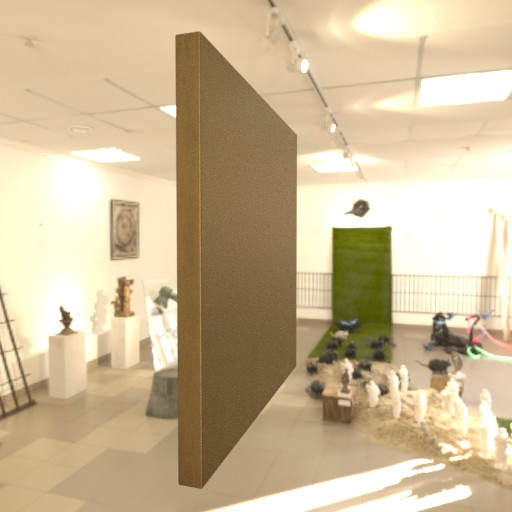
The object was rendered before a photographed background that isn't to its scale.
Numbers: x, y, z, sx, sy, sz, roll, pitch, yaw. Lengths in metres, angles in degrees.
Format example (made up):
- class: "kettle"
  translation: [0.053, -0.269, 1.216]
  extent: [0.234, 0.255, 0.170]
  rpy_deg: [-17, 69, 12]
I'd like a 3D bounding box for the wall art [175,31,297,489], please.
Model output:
- class: "wall art"
  translation: [0.000, 0.000, 0.733]
  extent: [0.030, 0.506, 0.503]
  rpy_deg: [1, 2, 17]
